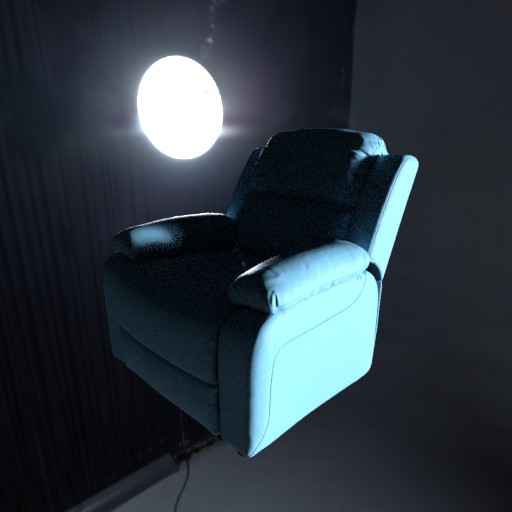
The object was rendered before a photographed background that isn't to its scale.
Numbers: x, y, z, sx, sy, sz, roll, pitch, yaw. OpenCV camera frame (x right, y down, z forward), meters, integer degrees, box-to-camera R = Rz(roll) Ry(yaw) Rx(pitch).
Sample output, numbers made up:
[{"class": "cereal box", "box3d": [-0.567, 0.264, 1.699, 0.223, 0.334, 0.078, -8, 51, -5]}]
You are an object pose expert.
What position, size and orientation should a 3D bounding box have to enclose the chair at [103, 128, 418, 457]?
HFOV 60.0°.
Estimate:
[{"class": "chair", "box3d": [0.000, 0.000, 1.275, 0.709, 0.702, 0.680, -15, 22, -41]}]
